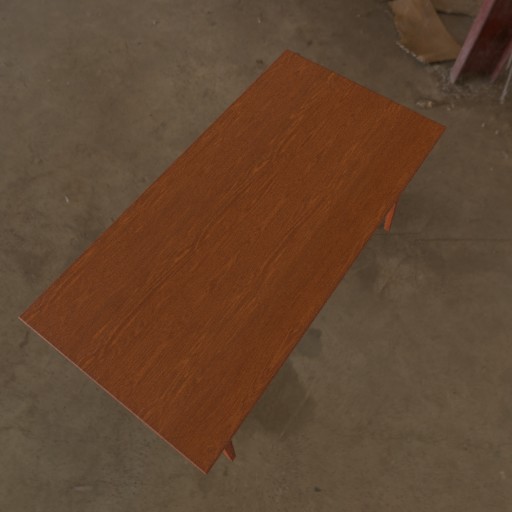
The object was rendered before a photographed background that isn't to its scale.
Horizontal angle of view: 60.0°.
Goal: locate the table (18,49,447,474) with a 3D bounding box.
[{"bbox_3d":[0.000,0.000,2.007,0.811,0.755,1.609,33,68,15],"label":"table"}]
